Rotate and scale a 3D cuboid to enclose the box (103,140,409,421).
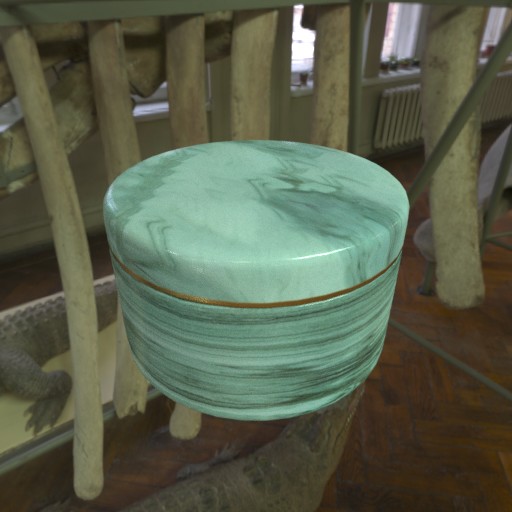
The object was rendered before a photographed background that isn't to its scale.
[{"bbox_3d":[0.000,0.000,0.166,0.101,0.063,0.101,0,31,0],"label":"box"}]
